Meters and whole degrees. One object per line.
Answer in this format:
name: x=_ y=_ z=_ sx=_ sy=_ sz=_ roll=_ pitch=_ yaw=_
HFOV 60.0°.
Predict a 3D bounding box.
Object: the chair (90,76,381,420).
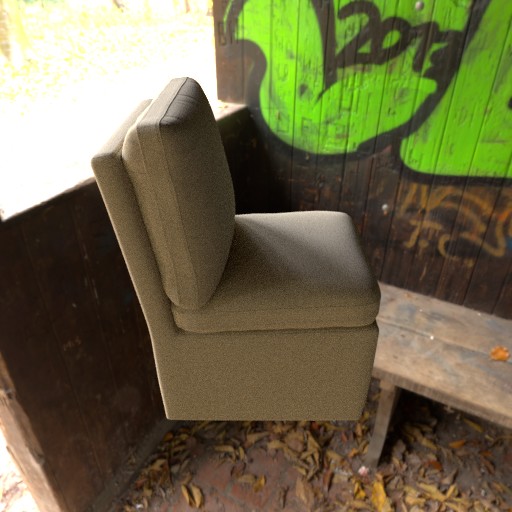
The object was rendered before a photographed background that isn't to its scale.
chair: x=0.000 y=0.000 z=1.323 sx=0.698 sy=0.927 sz=0.503 roll=0 pitch=33 yaw=0
